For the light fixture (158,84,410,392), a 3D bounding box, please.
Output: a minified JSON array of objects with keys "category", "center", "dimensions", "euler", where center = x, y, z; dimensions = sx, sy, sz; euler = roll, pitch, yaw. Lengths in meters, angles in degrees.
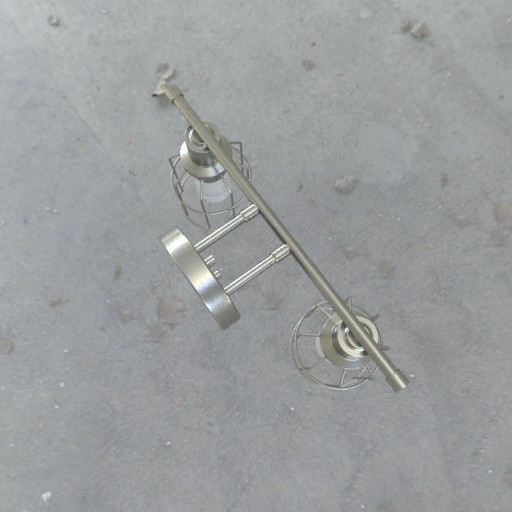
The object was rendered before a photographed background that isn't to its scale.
[{"category":"light fixture","center":[0.000,0.000,0.531],"dimensions":[0.165,0.254,0.406],"euler":[-35,78,-9]}]
